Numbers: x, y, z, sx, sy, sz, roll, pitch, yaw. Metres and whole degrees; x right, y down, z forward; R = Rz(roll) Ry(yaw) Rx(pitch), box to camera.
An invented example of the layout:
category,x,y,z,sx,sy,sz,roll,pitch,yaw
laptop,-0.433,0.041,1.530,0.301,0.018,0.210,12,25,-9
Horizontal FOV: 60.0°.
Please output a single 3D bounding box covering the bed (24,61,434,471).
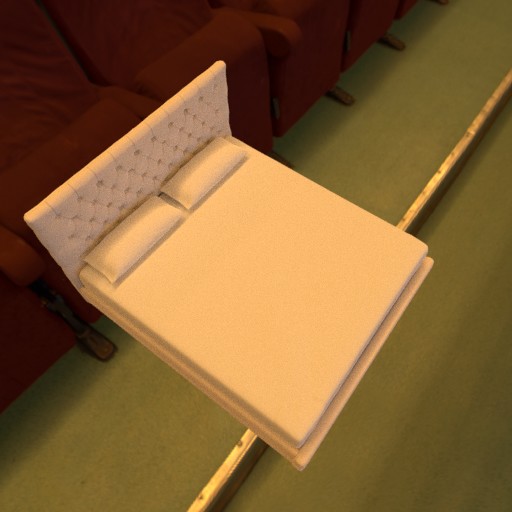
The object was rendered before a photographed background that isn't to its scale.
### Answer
category,x,y,z,sx,sy,sz,roll,pitch,yaw
bed,0.000,0.000,3.587,2.387,1.427,2.078,33,65,18
